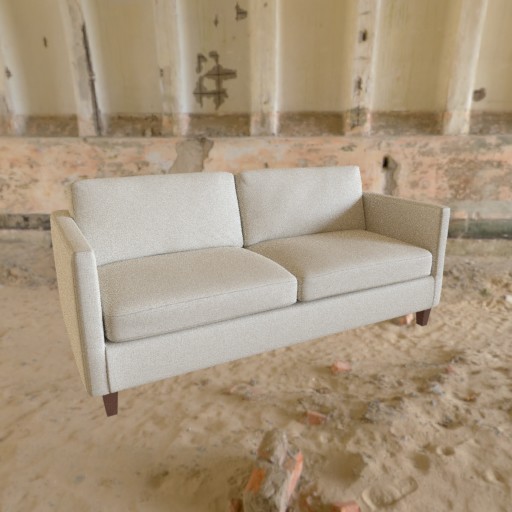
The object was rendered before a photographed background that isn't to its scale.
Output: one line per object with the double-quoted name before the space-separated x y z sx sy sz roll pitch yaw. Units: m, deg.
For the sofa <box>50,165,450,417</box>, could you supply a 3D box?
"sofa" 0.000 0.000 2.447 1.981 0.889 0.965 -9 19 -27
